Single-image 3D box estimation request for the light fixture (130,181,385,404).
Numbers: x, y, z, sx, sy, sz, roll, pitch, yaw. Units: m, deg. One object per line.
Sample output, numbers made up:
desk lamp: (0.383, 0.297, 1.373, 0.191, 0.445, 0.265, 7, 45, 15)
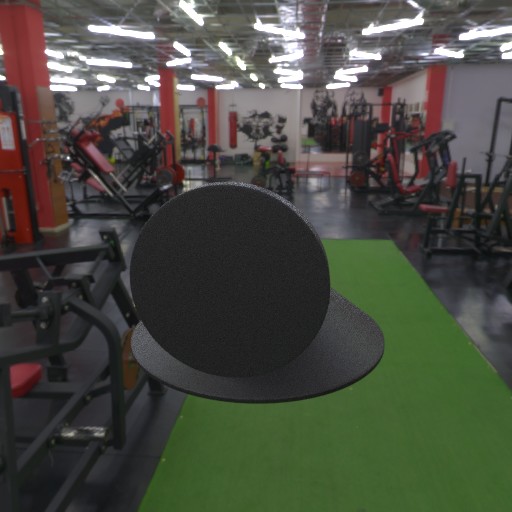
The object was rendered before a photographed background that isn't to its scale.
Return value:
light fixture: (0.000, 0.000, 0.665, 0.396, 0.265, 0.434, 2, 16, 8)
